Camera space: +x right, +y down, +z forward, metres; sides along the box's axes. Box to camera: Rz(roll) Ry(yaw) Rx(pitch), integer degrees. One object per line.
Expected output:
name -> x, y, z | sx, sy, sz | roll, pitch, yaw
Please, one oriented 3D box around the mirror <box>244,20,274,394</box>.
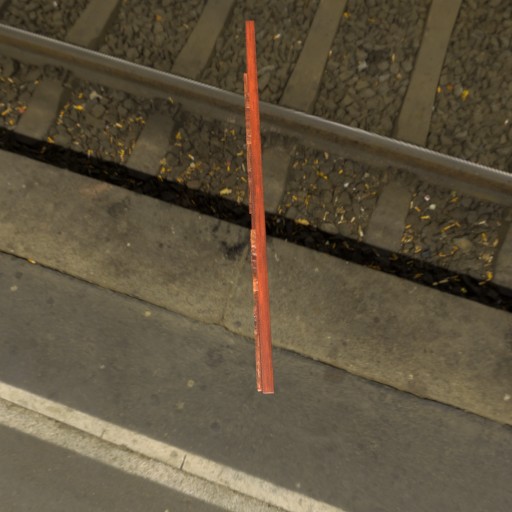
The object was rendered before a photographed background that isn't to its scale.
mirror -> 0.000, 0.000, 1.054 | 0.021, 0.805, 0.600 | -2, 75, -1
